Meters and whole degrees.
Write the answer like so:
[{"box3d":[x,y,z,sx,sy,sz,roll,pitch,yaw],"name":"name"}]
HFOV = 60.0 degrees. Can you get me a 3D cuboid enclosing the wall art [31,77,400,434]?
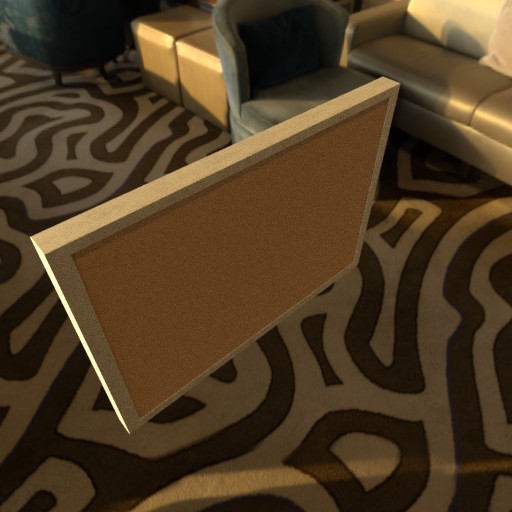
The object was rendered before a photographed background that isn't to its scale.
[{"box3d":[0.000,0.000,0.662,0.532,0.380,0.032,-32,53,-28],"name":"wall art"}]
